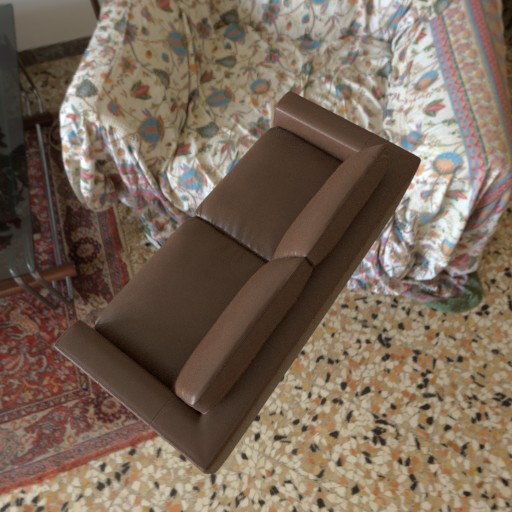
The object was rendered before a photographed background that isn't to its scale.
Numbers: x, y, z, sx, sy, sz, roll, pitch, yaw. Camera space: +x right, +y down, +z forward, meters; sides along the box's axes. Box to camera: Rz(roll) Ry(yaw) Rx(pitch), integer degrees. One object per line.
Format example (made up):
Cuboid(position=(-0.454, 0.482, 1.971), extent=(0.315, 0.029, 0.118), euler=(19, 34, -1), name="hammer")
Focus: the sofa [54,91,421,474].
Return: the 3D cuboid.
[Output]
Cuboid(position=(0.000, 0.000, 2.745), extent=(1.070, 0.801, 2.262), euler=(33, 69, 15), name="sofa")
